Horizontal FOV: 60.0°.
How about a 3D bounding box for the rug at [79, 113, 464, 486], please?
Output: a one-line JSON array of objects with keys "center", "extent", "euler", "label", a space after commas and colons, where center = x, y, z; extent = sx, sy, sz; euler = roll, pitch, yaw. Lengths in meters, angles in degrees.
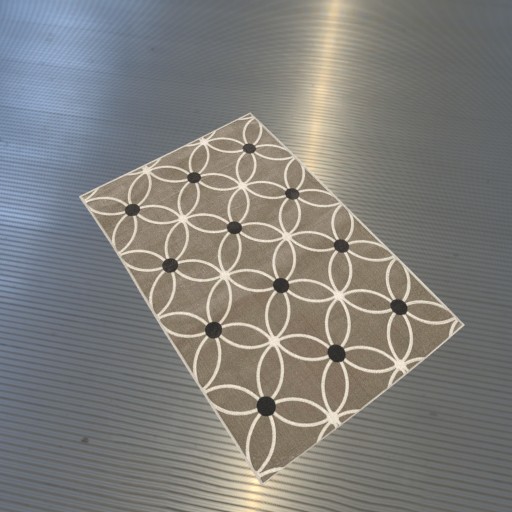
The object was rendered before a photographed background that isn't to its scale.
[{"center": [0.000, 0.000, 2.945], "extent": [1.522, 0.008, 2.284], "euler": [-31, 64, -17], "label": "rug"}]
